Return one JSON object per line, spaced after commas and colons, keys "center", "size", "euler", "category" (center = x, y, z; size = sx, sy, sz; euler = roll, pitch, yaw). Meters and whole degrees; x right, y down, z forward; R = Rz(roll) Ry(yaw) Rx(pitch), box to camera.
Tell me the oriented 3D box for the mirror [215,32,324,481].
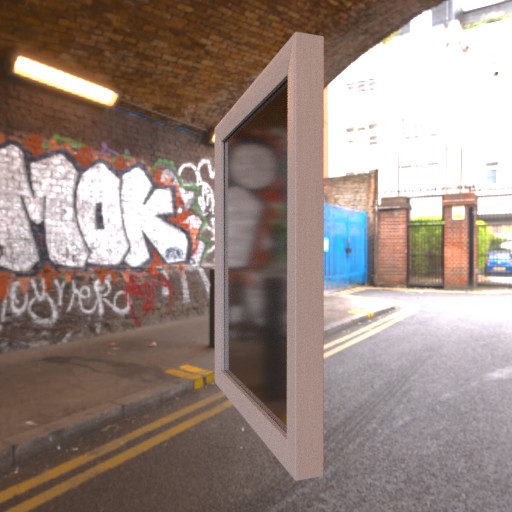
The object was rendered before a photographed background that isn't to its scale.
{"center": [0.000, 0.000, 0.699], "size": [0.041, 0.508, 0.405], "euler": [0, 0, -18], "category": "mirror"}
